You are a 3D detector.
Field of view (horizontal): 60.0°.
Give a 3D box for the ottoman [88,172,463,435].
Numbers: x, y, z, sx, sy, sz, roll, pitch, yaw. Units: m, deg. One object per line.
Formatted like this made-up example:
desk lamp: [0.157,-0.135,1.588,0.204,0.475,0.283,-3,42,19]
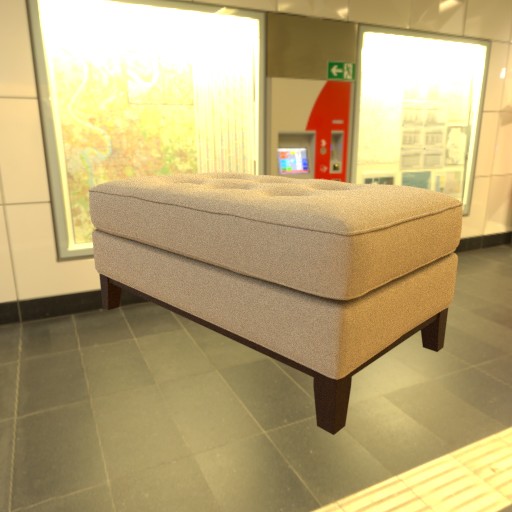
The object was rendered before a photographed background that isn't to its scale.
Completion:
ottoman: [0.000,0.000,1.500,1.143,0.508,0.648,15,21,43]
